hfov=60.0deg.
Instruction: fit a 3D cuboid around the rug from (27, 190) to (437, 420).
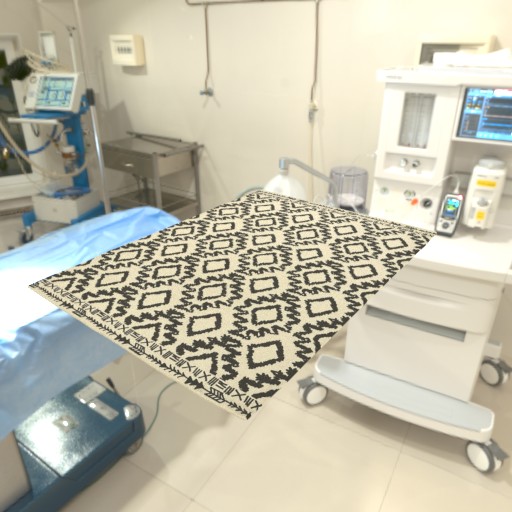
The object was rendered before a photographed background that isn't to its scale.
[{"bbox_3d":[0.000,0.000,4.319,2.444,0.036,3.369,19,32,33],"label":"rug"}]
